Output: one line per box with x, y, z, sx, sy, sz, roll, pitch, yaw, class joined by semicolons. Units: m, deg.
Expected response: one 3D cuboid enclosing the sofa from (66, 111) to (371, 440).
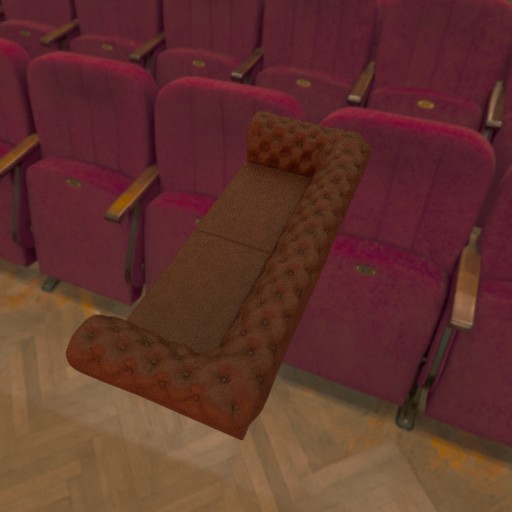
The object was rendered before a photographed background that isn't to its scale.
0.000;0.000;2.878;0.944;0.783;2.385;17;50;15;sofa
